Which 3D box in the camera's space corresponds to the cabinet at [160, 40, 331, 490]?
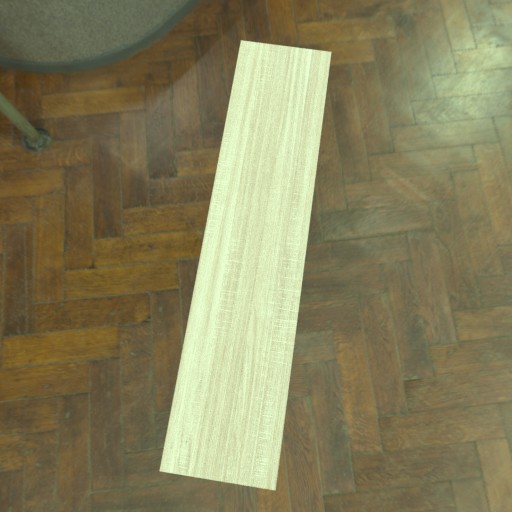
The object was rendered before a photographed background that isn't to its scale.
[{"bbox_3d":[0.000,0.000,2.533,0.500,0.780,2.200,8,76,2],"label":"cabinet"}]
